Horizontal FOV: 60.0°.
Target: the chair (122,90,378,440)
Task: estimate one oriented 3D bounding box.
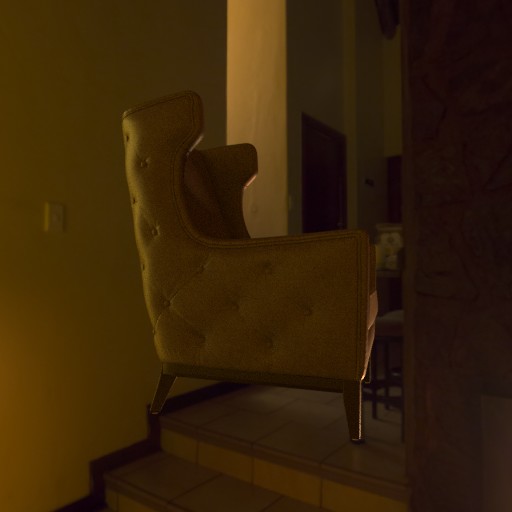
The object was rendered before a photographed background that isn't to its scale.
[{"bbox_3d":[0.000,0.000,1.722,0.899,1.079,0.769,-1,-2,17],"label":"chair"}]
